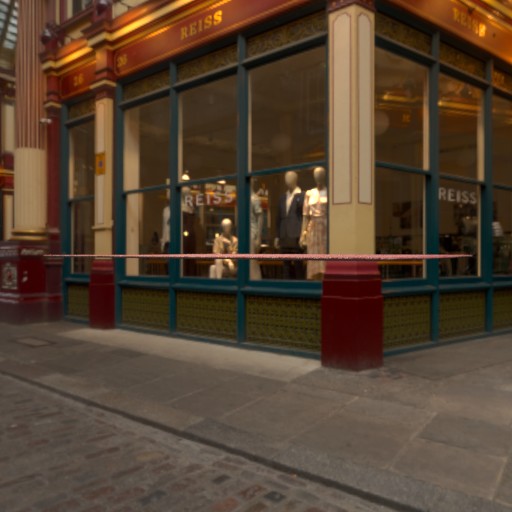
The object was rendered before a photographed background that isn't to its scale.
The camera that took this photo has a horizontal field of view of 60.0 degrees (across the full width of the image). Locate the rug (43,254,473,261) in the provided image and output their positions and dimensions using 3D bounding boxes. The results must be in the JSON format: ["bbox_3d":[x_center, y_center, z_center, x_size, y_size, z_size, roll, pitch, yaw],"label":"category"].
[{"bbox_3d":[0.000,0.000,4.997,3.965,0.025,2.803,0,1,36],"label":"rug"}]
